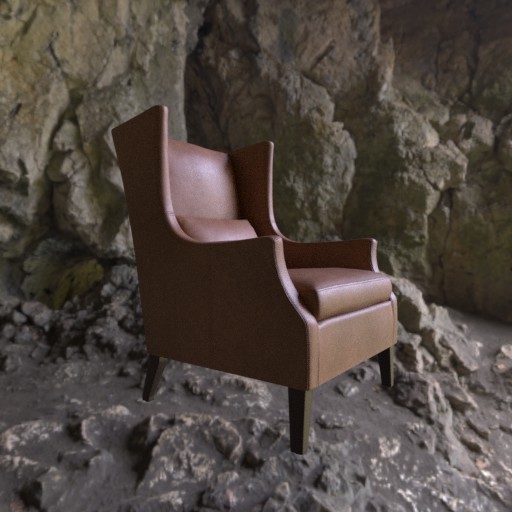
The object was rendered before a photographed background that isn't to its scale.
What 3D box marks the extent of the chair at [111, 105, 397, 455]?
[{"bbox_3d":[0.000,0.000,1.776,0.913,1.088,0.815,1,2,36],"label":"chair"}]
